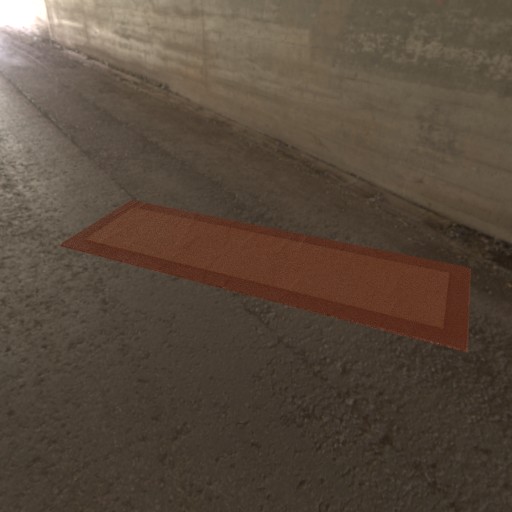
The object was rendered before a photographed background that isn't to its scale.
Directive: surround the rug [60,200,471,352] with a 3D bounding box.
[{"bbox_3d":[0.000,0.000,2.723,2.471,0.013,0.914,11,33,17],"label":"rug"}]
